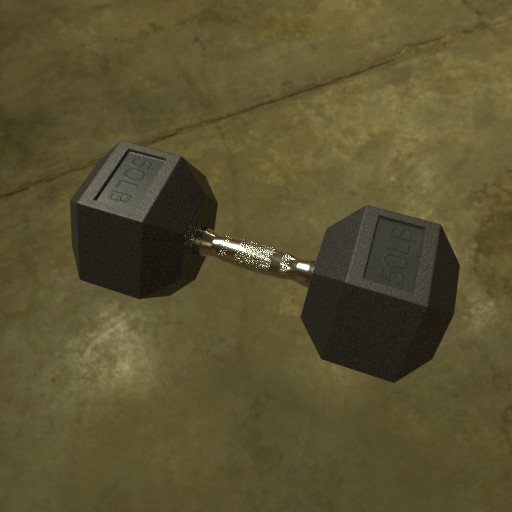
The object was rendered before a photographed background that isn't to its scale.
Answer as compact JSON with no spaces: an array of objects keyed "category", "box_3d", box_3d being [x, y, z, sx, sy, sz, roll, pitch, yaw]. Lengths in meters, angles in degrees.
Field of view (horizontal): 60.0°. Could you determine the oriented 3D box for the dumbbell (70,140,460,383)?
[{"category":"dumbbell","box_3d":[0.000,0.000,0.471,0.384,0.150,0.173,16,60,10]}]
